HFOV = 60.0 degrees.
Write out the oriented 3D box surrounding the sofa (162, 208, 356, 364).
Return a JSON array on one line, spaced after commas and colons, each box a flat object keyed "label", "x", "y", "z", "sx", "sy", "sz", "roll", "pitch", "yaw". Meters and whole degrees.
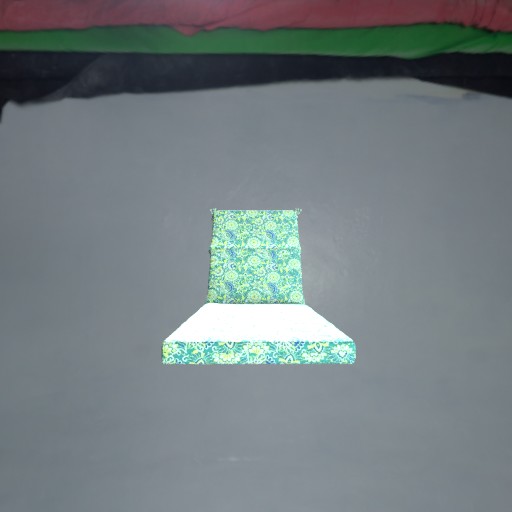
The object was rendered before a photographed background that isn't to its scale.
[{"label": "sofa", "x": 0.000, "y": 0.000, "z": 1.994, "sx": 0.582, "sy": 0.622, "sz": 1.663, "roll": 0, "pitch": -1, "yaw": -1}]
